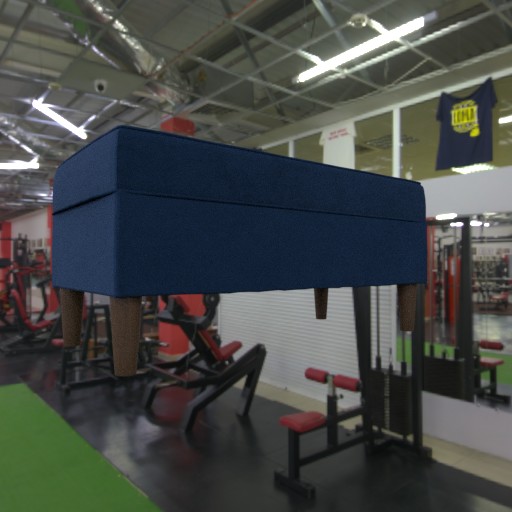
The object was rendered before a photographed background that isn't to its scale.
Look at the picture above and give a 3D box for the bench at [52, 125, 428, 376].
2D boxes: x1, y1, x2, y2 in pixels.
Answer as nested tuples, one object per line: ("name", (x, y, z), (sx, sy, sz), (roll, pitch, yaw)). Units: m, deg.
("bench", (0.000, 0.000, 1.280), (1.010, 0.467, 0.489), (1, -1, -37))
